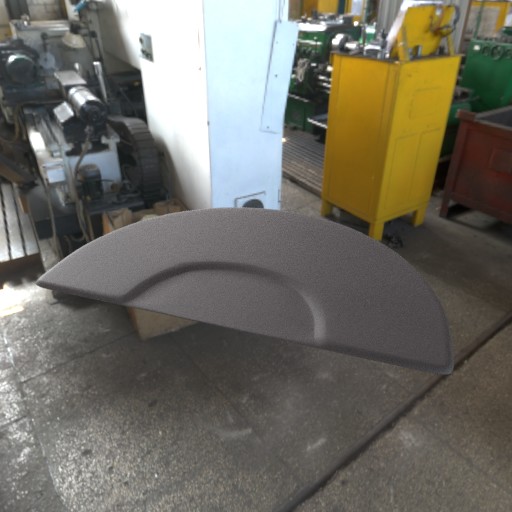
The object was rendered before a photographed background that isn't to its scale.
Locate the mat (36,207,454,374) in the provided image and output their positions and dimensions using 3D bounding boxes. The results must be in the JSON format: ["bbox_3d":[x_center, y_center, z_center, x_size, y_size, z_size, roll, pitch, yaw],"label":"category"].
[{"bbox_3d":[0.000,0.000,1.869,1.525,0.022,0.917,10,33,15],"label":"mat"}]
